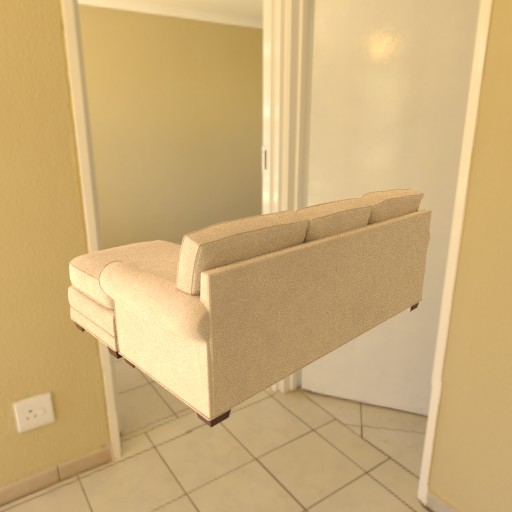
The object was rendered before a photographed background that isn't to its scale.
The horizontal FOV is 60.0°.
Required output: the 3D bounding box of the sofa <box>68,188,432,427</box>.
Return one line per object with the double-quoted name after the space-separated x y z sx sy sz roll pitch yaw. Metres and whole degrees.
0.000 0.000 2.478 1.770 0.734 1.226 -16 23 -42 "sofa"
